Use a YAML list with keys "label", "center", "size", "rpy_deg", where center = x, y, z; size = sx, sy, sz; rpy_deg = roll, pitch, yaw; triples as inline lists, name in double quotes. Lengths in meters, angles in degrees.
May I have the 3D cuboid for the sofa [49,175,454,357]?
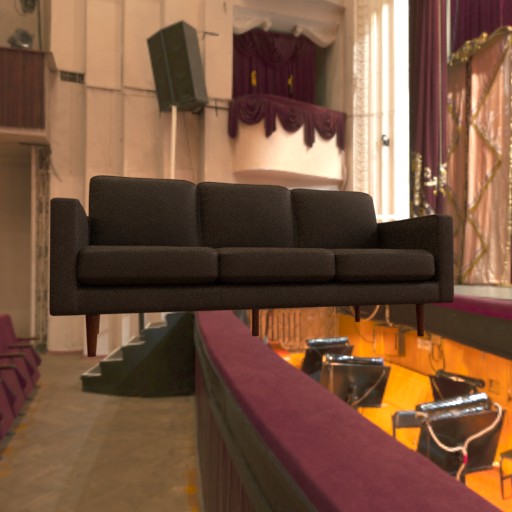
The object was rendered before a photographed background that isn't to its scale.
- label: "sofa"
  center: [0.000, 0.000, 2.489]
  size: [2.029, 0.899, 0.879]
  rpy_deg: [0, -1, -18]
